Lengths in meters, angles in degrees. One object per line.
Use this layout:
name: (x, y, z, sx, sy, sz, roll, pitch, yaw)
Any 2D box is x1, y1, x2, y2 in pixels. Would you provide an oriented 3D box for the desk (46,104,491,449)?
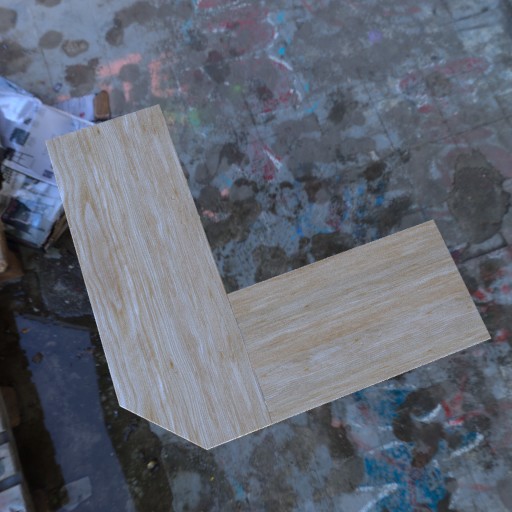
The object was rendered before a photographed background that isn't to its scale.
desk: (0.000, 0.000, 2.124, 1.379, 0.739, 1.379, -20, 77, -5)
